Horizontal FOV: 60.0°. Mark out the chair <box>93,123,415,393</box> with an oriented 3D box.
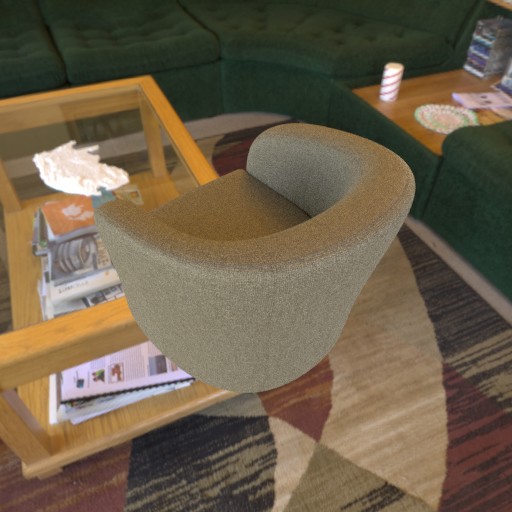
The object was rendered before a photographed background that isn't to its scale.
[{"bbox_3d":[0.000,0.000,1.448,0.791,0.771,0.815,-32,53,-28],"label":"chair"}]
